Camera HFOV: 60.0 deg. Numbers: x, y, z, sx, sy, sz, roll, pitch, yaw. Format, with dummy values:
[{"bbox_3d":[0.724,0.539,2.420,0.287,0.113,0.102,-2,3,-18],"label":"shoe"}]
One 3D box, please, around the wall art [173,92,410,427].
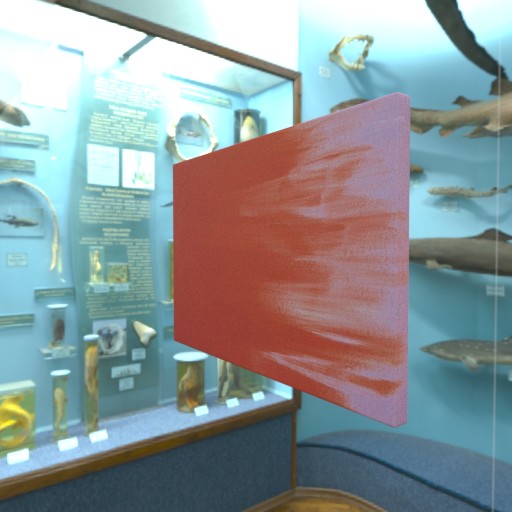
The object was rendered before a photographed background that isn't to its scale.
[{"bbox_3d":[0.000,0.000,1.177,0.040,0.609,0.913,-1,2,-36],"label":"wall art"}]
